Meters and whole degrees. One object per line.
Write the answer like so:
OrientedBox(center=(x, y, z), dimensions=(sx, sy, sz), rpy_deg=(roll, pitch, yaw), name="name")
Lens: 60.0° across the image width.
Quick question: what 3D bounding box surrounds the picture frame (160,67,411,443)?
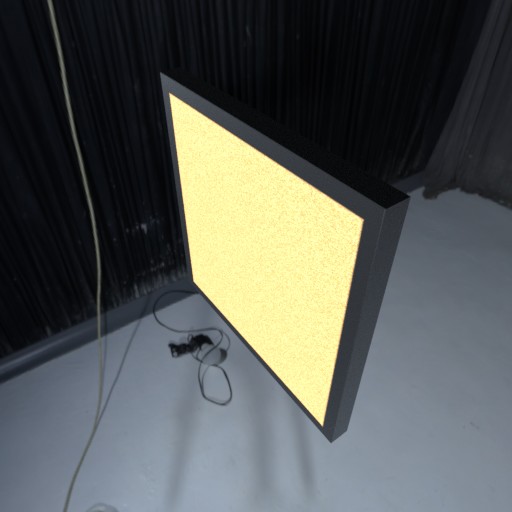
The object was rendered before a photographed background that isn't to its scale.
OrientedBox(center=(0.000, 0.000, 0.548), dimensions=(0.029, 0.353, 0.355), rpy_deg=(-26, 47, -26), name="picture frame")
